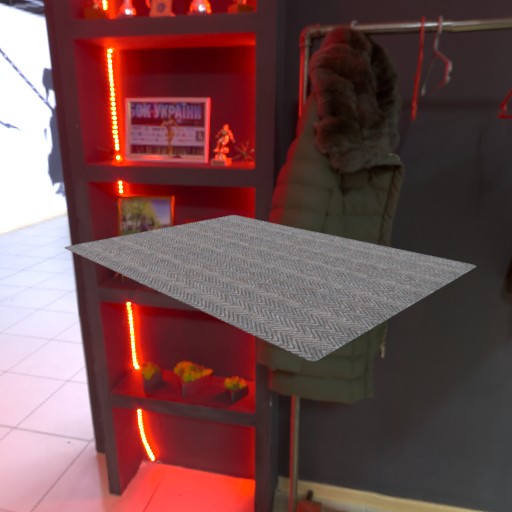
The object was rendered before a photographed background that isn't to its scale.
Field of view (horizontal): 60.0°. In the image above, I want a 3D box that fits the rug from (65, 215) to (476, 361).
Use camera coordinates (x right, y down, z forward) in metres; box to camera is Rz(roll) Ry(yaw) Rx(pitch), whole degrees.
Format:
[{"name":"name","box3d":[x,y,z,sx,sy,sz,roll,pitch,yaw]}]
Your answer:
[{"name":"rug","box3d":[0.000,0.000,5.210,2.894,0.011,3.957,-16,23,-43]}]
